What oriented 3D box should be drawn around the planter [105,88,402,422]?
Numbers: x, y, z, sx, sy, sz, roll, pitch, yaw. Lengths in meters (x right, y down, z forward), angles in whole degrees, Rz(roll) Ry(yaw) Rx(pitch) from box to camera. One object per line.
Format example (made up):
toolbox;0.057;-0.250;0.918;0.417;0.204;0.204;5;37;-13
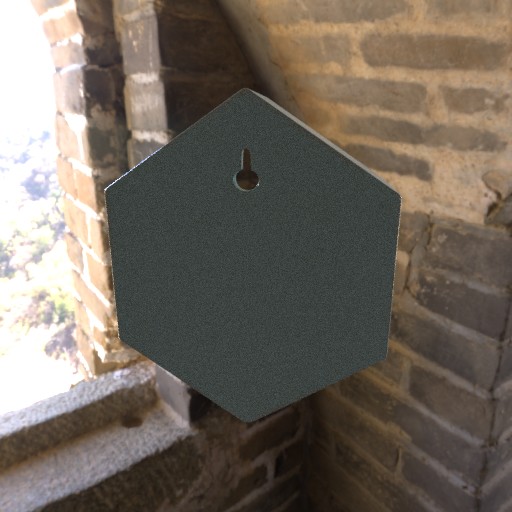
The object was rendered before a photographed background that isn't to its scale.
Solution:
planter;0.000;0.000;0.298;0.169;0.207;0.078;2;16;8
